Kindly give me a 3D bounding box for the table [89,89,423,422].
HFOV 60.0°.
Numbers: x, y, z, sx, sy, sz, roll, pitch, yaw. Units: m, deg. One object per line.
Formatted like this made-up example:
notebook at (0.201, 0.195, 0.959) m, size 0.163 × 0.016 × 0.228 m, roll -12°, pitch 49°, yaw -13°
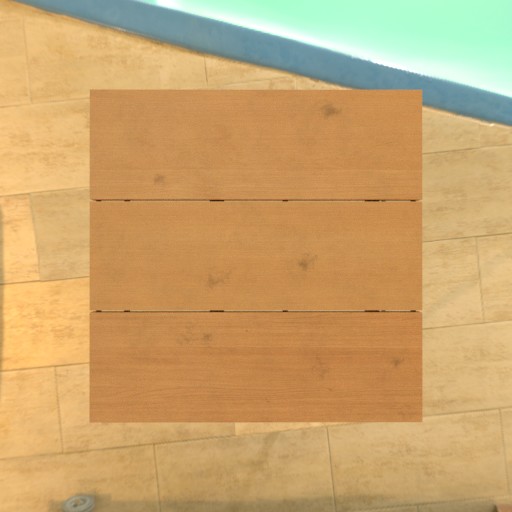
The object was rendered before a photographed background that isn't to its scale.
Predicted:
table at (0.000, 0.000, 1.664) m, size 1.100 × 0.400 × 1.100 m, roll 0°, pitch 90°, yaw 0°
